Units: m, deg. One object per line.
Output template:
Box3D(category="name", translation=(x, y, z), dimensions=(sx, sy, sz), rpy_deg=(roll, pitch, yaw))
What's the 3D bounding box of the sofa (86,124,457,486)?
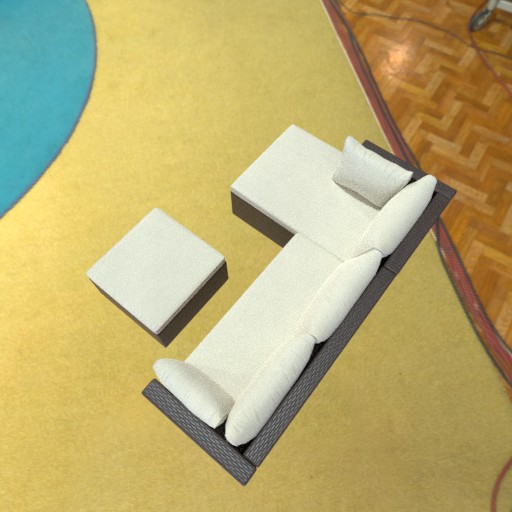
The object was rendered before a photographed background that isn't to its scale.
Box3D(category="sofa", translation=(0.000, 0.000, 2.938), dimensions=(1.612, 0.766, 2.192), rpy_deg=(35, 68, 16))
